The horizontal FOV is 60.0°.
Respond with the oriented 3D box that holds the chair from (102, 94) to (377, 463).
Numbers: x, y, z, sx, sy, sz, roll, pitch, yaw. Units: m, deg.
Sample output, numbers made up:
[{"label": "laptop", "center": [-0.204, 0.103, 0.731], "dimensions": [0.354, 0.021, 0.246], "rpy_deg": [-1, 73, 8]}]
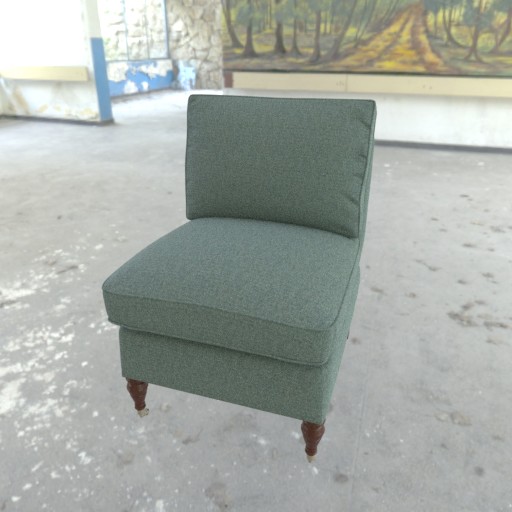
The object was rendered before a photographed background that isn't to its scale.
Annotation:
[{"label": "chair", "center": [0.000, 0.000, 1.381], "dimensions": [0.624, 0.901, 0.796], "rpy_deg": [8, 27, 16]}]
